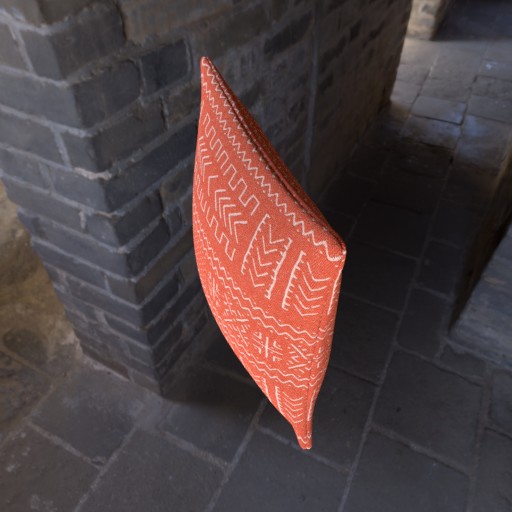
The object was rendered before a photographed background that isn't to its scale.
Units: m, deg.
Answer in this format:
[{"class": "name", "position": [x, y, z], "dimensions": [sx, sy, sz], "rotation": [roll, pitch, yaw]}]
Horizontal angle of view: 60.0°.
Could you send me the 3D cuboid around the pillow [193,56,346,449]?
[{"class": "pillow", "position": [0.000, 0.000, 0.660], "dimensions": [0.164, 0.429, 0.438], "rotation": [-15, 47, -14]}]
